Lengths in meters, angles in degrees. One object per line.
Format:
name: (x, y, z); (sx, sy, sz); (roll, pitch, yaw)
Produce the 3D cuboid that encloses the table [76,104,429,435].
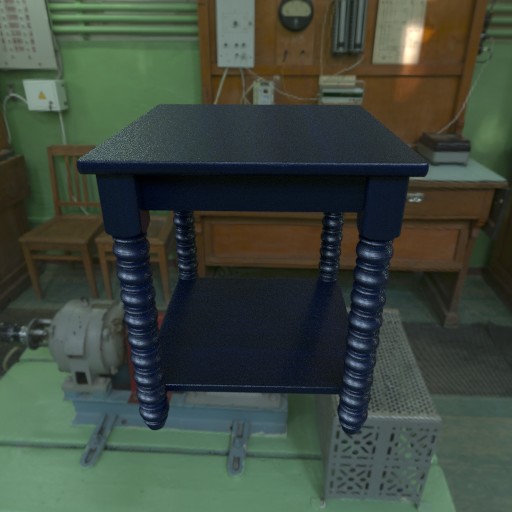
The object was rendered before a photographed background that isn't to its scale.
table: (0.000, 0.000, 0.985); (0.500, 0.567, 0.533); (1, 27, 1)
